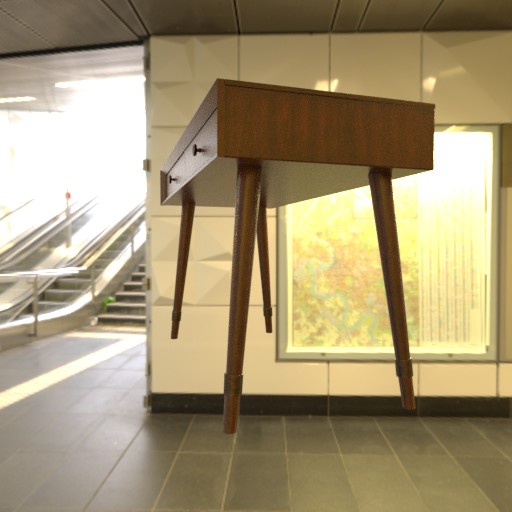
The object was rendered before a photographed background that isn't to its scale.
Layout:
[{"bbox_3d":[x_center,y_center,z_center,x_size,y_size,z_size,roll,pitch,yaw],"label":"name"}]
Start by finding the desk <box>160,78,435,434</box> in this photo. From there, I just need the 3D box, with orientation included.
[{"bbox_3d":[0.000,0.000,2.107,0.734,1.031,1.577,0,1,-18],"label":"desk"}]
